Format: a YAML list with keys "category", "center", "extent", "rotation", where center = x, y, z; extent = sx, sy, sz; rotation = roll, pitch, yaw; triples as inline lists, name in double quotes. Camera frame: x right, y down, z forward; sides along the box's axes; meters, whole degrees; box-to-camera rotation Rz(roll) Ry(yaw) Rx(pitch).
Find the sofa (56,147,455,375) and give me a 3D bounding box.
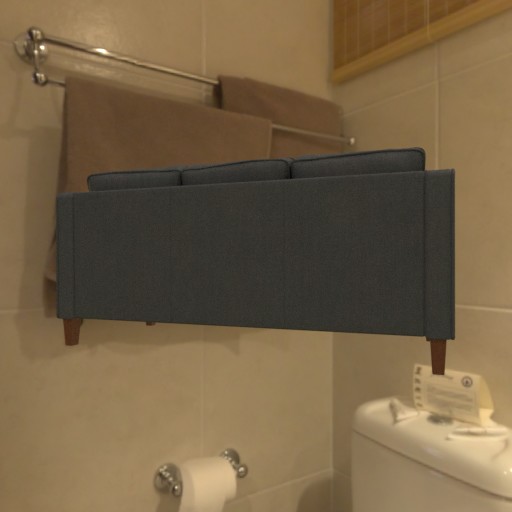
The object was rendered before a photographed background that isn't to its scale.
- category: "sofa"
  center: [0.000, 0.000, 2.499]
  extent: [1.986, 0.974, 0.911]
  rotation: [0, -1, 19]
